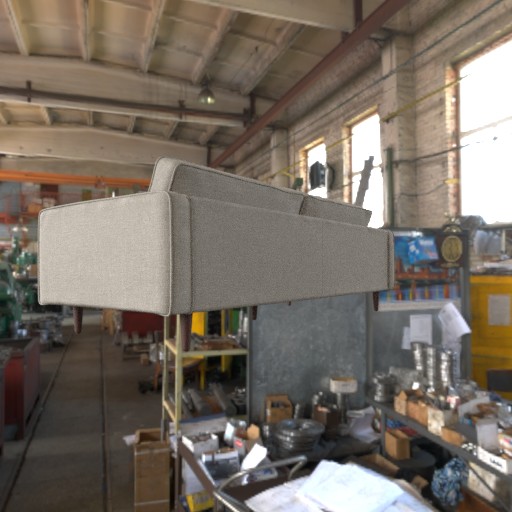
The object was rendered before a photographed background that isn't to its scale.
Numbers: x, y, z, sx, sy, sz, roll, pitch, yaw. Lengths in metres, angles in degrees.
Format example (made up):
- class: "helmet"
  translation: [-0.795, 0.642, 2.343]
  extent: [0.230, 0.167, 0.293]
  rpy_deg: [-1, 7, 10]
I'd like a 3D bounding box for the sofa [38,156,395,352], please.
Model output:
- class: "sofa"
  translation: [0.000, 0.000, 2.644]
  extent: [0.914, 0.762, 2.211]
  rpy_deg: [-1, -2, 37]
